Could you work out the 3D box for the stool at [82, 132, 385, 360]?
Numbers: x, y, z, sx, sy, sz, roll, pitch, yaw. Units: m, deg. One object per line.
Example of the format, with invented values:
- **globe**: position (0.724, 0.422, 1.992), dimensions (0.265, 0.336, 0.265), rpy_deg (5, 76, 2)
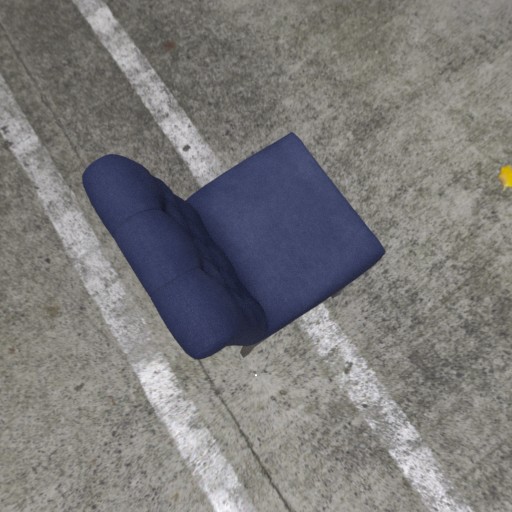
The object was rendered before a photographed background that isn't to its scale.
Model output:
- **stool**: position (0.000, 0.000, 1.434), dimensions (0.601, 1.140, 0.493), rpy_deg (-33, 77, -8)
